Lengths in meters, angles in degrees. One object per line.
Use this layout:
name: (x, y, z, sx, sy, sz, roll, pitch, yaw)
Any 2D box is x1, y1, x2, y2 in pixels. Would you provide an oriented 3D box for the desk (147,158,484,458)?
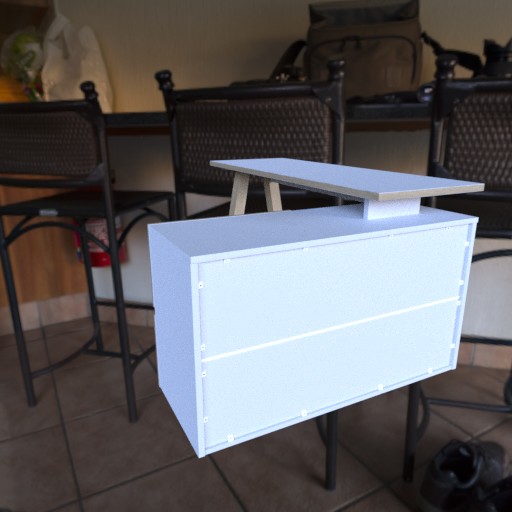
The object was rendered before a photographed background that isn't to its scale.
desk: (0.000, 0.000, 2.033, 1.098, 0.755, 1.404, -8, 18, -26)
